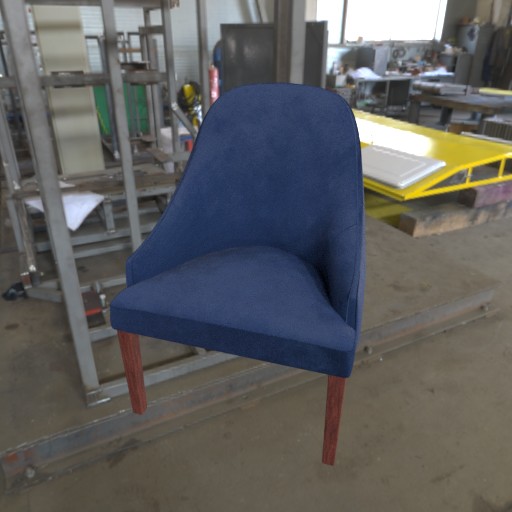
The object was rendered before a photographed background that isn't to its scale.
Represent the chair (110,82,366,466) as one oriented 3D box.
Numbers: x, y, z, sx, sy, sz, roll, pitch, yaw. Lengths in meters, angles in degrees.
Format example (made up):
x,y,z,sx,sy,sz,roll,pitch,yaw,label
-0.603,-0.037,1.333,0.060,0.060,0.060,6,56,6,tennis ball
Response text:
x,y,z,sx,sy,sz,roll,pitch,yaw,label
0.000,0.000,1.279,0.643,0.889,0.575,8,28,16,chair
